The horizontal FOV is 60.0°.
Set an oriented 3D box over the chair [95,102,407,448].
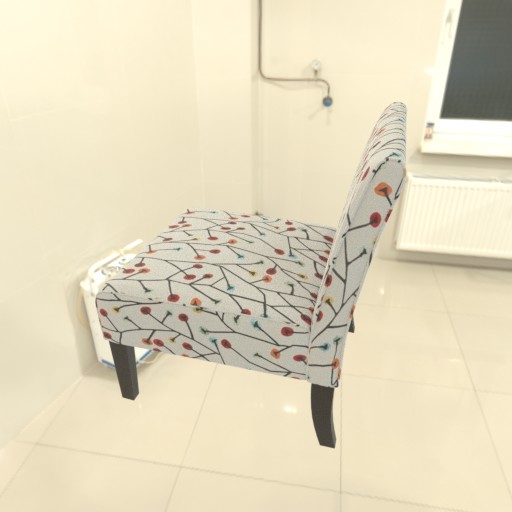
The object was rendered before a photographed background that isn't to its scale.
[{"bbox_3d":[0.000,0.000,1.305,0.732,0.813,0.597,8,30,14],"label":"chair"}]
